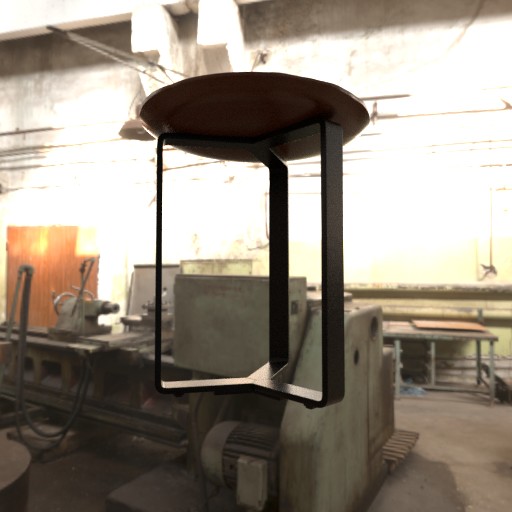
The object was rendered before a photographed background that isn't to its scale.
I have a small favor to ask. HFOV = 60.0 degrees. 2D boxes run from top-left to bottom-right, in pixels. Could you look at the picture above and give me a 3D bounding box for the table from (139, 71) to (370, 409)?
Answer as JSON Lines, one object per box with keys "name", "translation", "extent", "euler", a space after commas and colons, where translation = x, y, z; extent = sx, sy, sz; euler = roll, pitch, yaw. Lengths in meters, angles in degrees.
{"name": "table", "translation": [0.000, 0.000, 0.754], "extent": [0.380, 0.450, 0.410], "euler": [-1, -2, 17]}
